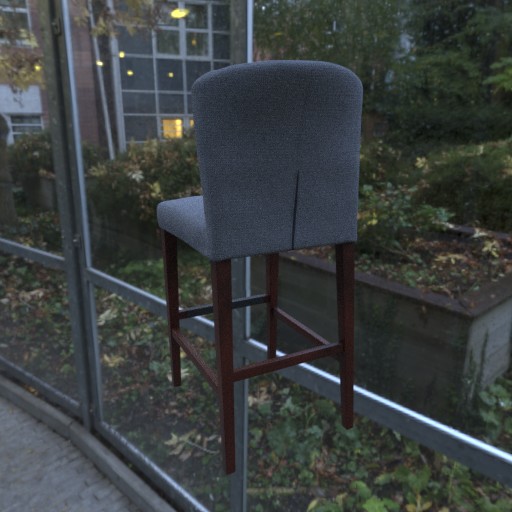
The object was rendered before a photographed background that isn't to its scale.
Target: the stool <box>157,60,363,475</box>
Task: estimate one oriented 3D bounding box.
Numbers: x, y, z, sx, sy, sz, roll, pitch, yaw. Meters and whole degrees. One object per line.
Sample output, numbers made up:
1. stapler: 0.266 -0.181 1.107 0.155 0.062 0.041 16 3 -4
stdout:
1. stool: 0.000 0.000 1.391 0.486 1.069 0.568 -8 18 -26
